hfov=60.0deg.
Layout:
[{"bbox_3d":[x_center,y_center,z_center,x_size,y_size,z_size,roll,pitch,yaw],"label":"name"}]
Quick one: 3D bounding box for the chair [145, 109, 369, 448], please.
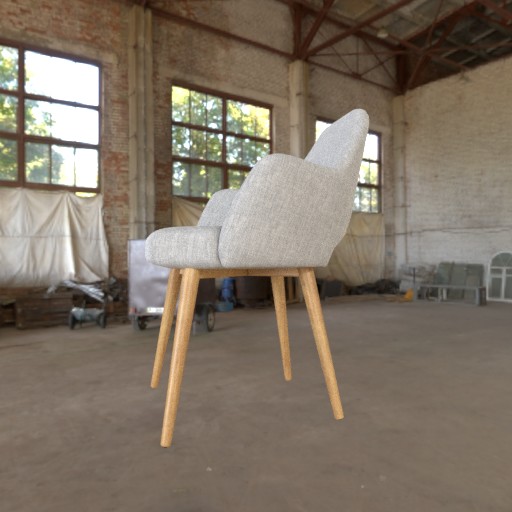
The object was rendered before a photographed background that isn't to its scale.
[{"bbox_3d":[0.000,0.000,1.266,0.610,0.840,0.590,0,0,-16],"label":"chair"}]
